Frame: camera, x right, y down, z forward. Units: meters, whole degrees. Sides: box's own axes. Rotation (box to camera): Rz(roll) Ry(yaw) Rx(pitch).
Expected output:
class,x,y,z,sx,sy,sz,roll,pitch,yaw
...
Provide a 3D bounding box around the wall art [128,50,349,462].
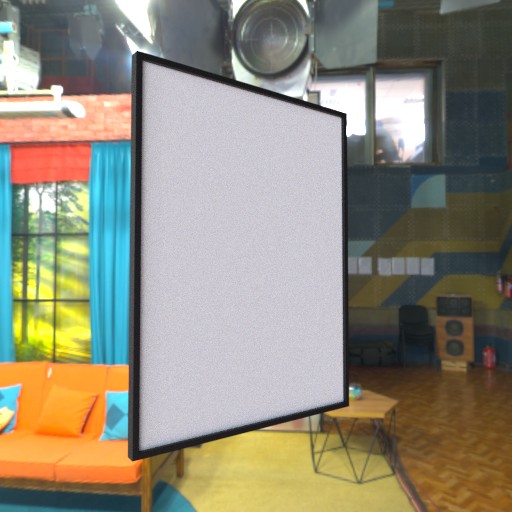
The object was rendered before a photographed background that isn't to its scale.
class,x,y,z,sx,sy,sz,roll,pitch,yaw
wall art,0.000,0.000,1.399,0.802,1.070,0.036,1,-2,-36
